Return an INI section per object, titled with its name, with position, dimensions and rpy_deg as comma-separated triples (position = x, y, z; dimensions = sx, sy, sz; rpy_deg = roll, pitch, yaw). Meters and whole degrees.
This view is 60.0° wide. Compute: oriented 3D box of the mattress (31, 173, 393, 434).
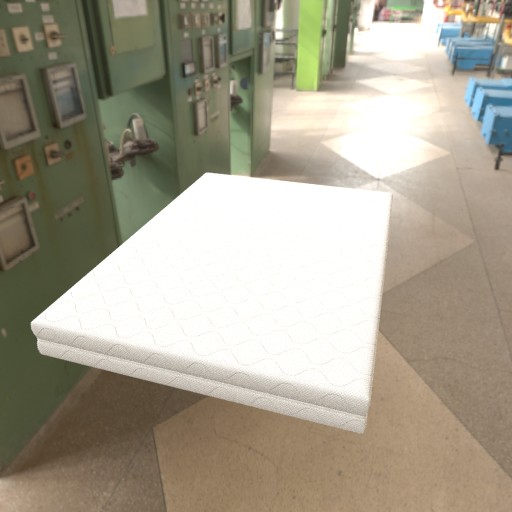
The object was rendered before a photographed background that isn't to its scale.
[mattress]
position = 0.000, 0.000, 2.498
dimensions = 1.400, 0.200, 1.900
rpy_deg = 9, 32, 15
